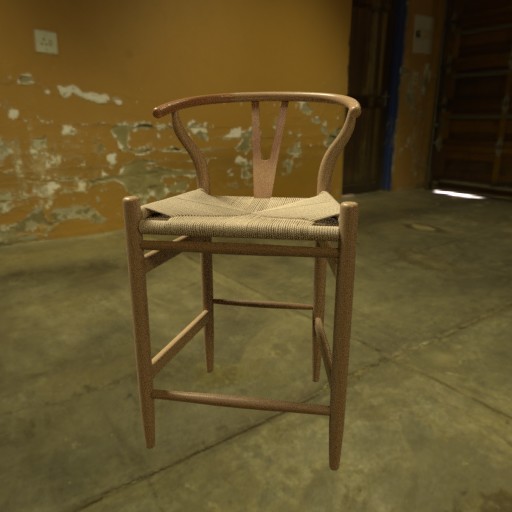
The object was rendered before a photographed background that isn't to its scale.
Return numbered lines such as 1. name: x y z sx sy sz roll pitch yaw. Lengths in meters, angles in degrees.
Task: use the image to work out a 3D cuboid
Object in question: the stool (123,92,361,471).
1. stool: 0.000 0.000 1.267 0.536 0.923 0.575 3 16 9
